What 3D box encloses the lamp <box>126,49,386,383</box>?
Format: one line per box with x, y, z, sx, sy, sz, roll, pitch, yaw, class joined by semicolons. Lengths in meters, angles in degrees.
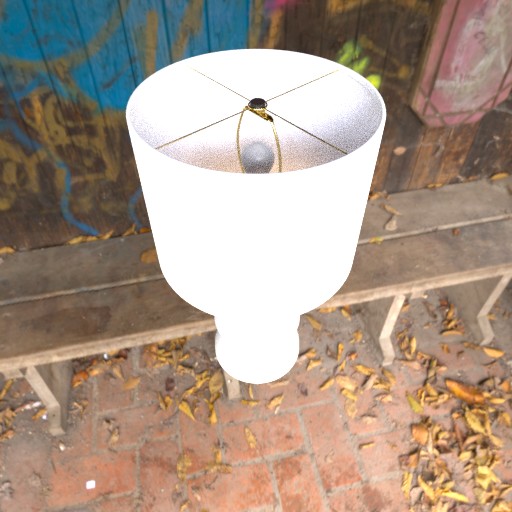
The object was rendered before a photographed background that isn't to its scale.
0.000;0.000;0.715;0.301;0.533;0.301;-33;54;-27;lamp
